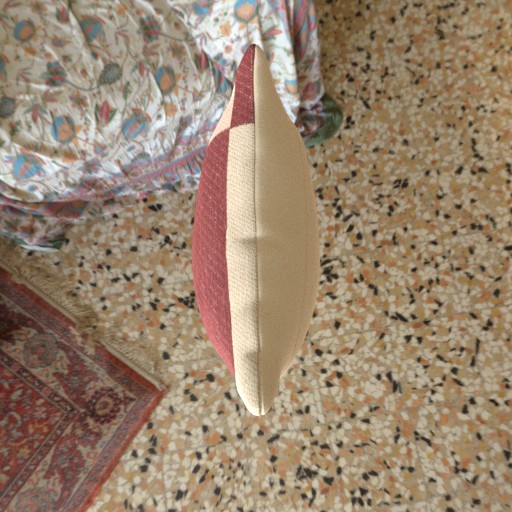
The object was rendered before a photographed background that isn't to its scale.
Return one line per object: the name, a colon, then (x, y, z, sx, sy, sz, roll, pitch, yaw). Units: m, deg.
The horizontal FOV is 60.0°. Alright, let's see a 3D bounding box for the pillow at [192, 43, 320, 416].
pillow: (0.000, 0.000, 0.809, 0.229, 0.506, 0.536, -1, 76, 0)
